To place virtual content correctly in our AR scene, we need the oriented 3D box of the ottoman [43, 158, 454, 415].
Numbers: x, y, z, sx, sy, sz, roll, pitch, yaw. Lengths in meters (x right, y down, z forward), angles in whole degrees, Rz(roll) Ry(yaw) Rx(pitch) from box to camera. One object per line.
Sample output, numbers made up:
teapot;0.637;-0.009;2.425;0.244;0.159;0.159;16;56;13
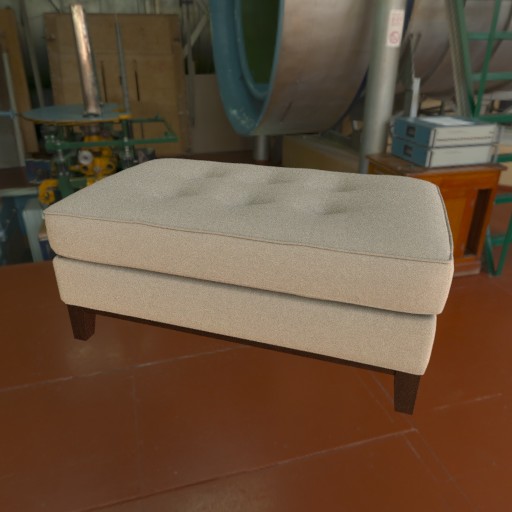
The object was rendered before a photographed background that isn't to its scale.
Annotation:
ottoman;0.000;0.000;1.486;1.143;0.508;0.648;8;27;16
